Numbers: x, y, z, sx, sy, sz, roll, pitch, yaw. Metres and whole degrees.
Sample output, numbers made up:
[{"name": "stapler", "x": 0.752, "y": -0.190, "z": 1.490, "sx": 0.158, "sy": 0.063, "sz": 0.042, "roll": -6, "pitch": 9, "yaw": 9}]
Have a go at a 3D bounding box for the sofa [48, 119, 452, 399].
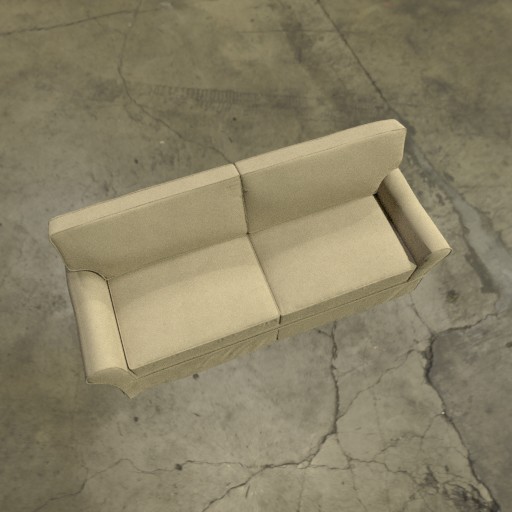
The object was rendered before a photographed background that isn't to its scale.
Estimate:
[{"name": "sofa", "x": 0.000, "y": 0.000, "z": 2.750, "sx": 2.246, "sy": 1.014, "sz": 0.900, "roll": -18, "pitch": 65, "yaw": -9}]
